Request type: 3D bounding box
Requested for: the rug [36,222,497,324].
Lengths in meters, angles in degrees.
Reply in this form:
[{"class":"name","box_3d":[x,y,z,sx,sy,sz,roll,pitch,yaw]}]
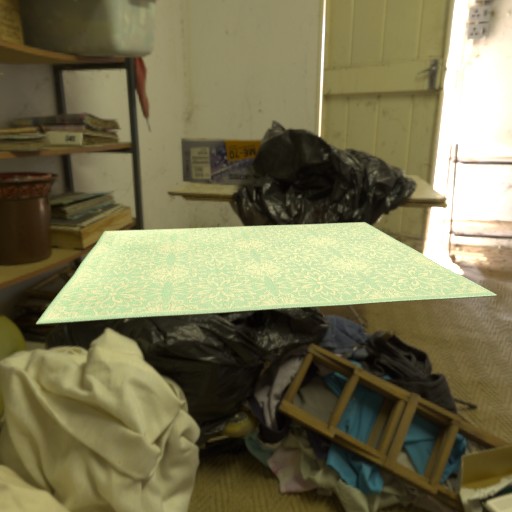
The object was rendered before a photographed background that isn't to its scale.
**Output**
[{"class":"rug","box_3d":[0.000,0.000,3.934,2.980,0.012,2.363,-3,17,-8]}]
